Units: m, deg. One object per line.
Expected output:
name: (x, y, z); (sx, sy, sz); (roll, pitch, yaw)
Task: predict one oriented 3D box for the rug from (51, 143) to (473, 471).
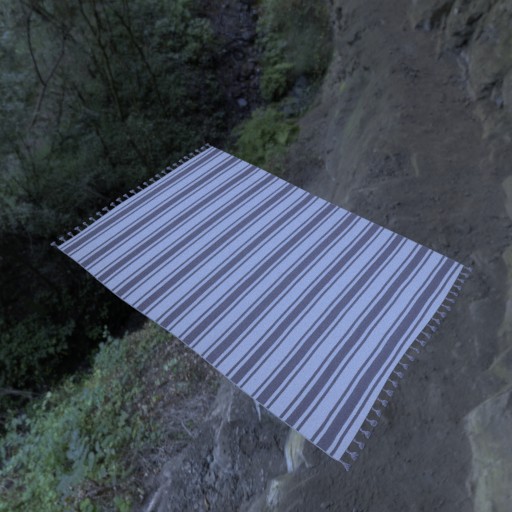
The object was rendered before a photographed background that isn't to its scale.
rug: (0.000, 0.000, 3.779); (3.040, 0.017, 2.030); (30, 54, 25)
